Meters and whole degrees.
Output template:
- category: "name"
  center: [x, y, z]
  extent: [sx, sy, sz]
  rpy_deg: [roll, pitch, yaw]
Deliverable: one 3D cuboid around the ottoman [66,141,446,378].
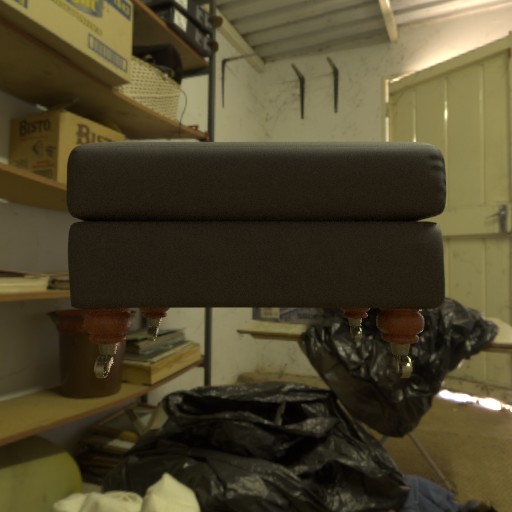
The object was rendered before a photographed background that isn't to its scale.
- category: "ottoman"
  center: [0.000, 0.000, 1.133]
  extent: [0.773, 0.497, 0.574]
  rpy_deg: [0, -1, 0]
